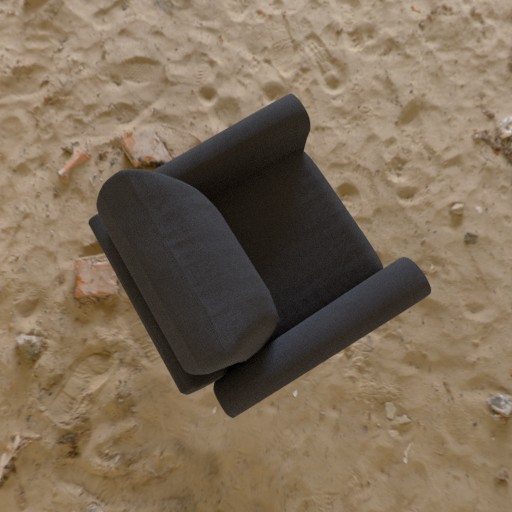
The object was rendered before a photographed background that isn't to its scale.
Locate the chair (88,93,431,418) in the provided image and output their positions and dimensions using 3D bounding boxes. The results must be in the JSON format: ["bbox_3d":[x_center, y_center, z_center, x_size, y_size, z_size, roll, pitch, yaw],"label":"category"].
[{"bbox_3d":[0.000,0.000,1.601,0.828,0.942,0.867,-31,78,-7],"label":"chair"}]
